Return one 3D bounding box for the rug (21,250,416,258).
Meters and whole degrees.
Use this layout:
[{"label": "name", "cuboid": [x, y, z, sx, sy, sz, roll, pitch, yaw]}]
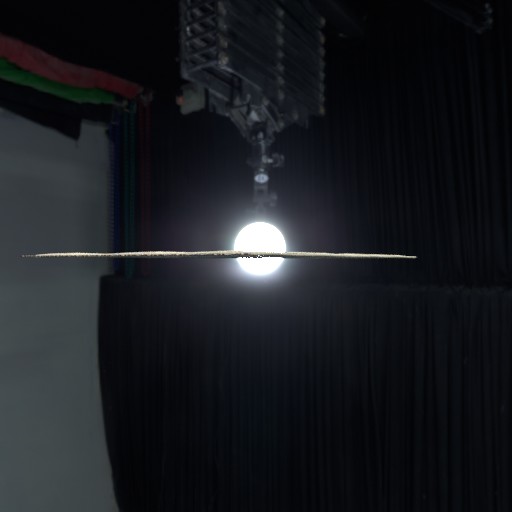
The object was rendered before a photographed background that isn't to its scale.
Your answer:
[{"label": "rug", "cuboid": [0.000, 0.000, 3.024, 1.529, 0.027, 2.434, 0, -1, 35]}]
